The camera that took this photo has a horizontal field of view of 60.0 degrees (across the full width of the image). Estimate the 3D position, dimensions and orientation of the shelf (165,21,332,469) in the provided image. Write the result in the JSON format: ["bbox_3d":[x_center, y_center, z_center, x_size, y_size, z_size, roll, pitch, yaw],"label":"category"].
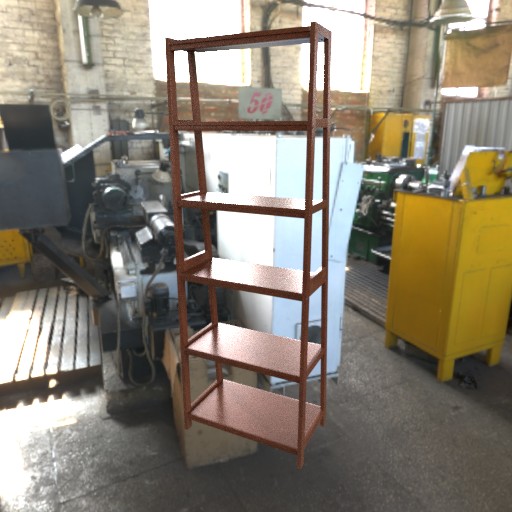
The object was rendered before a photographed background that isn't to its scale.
[{"bbox_3d":[0.000,0.000,2.115,0.660,1.892,0.382,8,18,25],"label":"shelf"}]
